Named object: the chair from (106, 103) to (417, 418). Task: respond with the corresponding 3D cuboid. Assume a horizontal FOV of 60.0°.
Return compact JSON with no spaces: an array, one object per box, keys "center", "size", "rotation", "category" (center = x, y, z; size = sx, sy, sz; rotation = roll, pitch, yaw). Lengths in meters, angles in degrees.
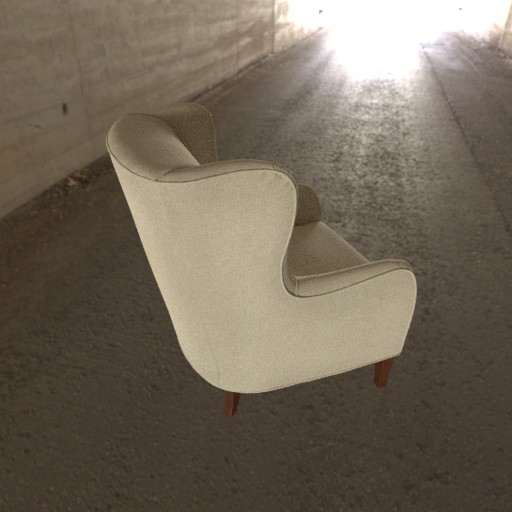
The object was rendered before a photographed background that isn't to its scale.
[{"center":[0.000,0.000,1.740],"size":[0.966,1.040,0.838],"rotation":[-11,33,-18],"category":"chair"}]
